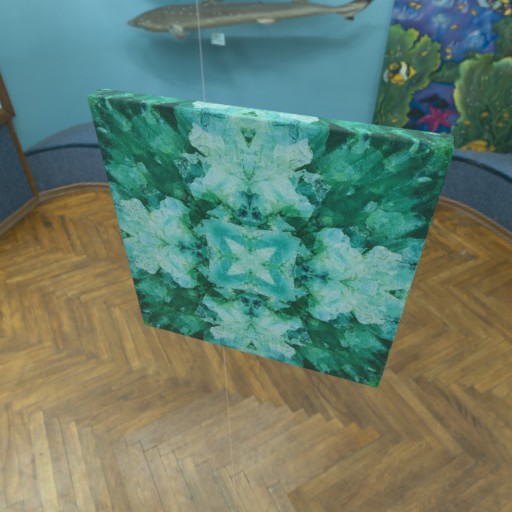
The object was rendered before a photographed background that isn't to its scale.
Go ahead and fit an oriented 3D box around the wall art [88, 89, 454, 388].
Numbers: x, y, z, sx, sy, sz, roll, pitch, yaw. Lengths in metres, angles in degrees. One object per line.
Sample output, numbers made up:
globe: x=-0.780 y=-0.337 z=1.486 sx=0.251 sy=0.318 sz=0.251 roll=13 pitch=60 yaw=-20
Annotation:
wall art: x=0.000 y=0.000 z=0.761 sx=0.507 sy=0.508 sz=0.038 roll=12 pitch=42 yaw=14
